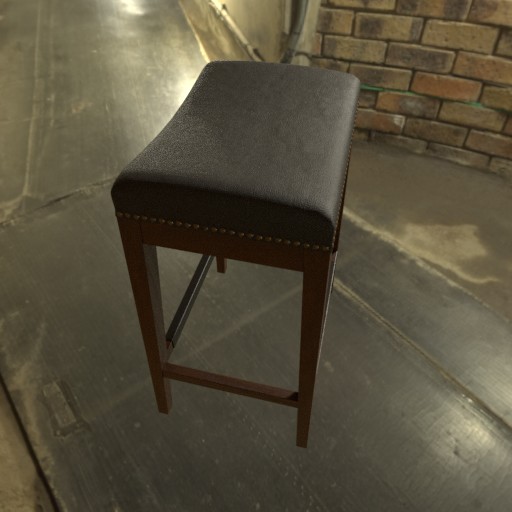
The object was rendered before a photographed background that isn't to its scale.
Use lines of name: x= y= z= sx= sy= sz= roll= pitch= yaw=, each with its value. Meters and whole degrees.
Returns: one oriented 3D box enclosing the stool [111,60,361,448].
stool: x=0.000 y=0.000 z=0.952 sx=0.353 sy=0.664 sz=0.490 roll=10 pitch=46 yaw=10
